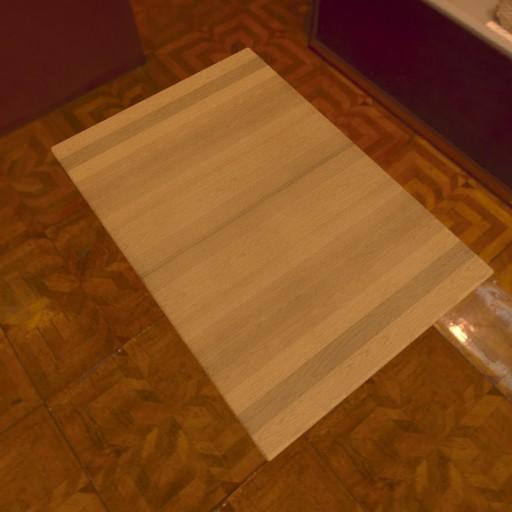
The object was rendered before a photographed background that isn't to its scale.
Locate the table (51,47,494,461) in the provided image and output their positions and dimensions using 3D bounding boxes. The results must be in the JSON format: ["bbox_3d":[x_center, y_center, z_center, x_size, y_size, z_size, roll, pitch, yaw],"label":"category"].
[{"bbox_3d":[0.000,0.000,1.839,0.900,0.770,1.300,-34,68,-16],"label":"table"}]
